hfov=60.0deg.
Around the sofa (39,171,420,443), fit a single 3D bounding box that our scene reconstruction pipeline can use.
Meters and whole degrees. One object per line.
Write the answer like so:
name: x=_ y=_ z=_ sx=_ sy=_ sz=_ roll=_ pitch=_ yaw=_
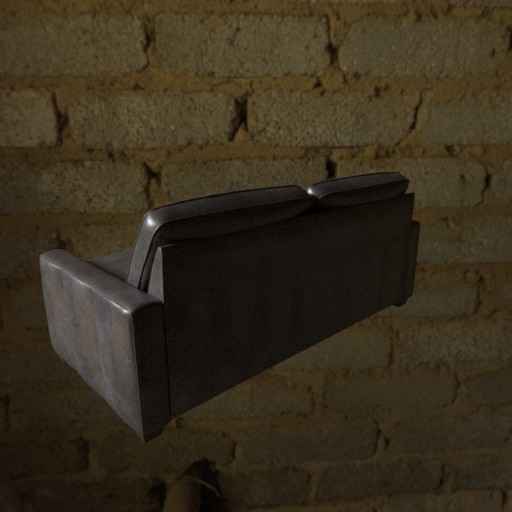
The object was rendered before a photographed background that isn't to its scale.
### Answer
sofa: x=0.000 y=0.000 z=2.539 sx=2.081 sy=0.916 sz=0.939 roll=-15 pitch=23 yaw=-41
